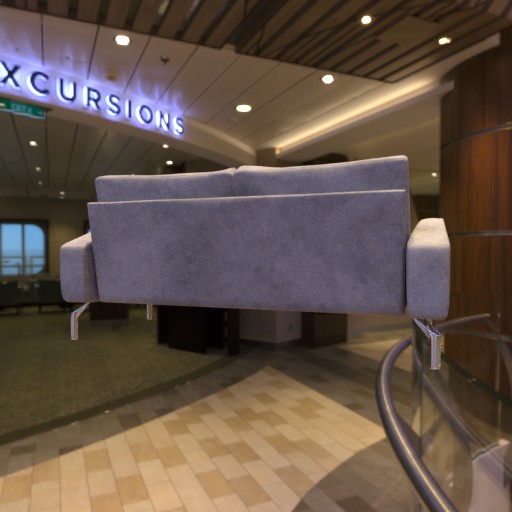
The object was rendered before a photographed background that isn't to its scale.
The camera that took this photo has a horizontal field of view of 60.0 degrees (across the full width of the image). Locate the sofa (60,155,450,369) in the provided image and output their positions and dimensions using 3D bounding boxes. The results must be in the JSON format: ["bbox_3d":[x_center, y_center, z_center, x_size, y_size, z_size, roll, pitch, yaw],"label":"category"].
[{"bbox_3d":[0.000,0.000,2.353,1.837,0.859,0.849,0,1,19],"label":"sofa"}]
